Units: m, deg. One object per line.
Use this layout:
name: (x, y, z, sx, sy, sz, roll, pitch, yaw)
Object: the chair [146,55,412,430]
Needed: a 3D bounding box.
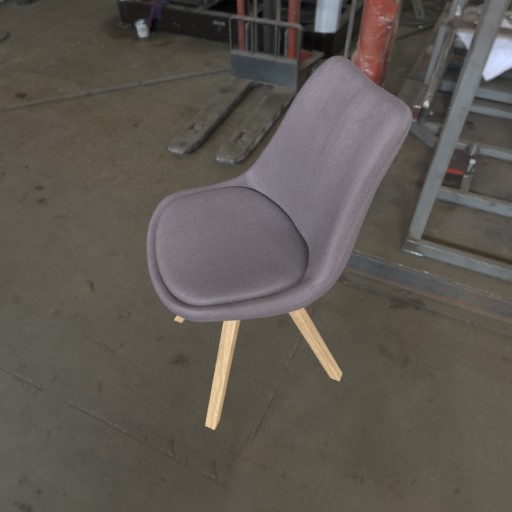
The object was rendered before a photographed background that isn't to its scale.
chair: (0.000, 0.000, 1.160, 0.547, 0.865, 0.483, -15, 47, -14)
